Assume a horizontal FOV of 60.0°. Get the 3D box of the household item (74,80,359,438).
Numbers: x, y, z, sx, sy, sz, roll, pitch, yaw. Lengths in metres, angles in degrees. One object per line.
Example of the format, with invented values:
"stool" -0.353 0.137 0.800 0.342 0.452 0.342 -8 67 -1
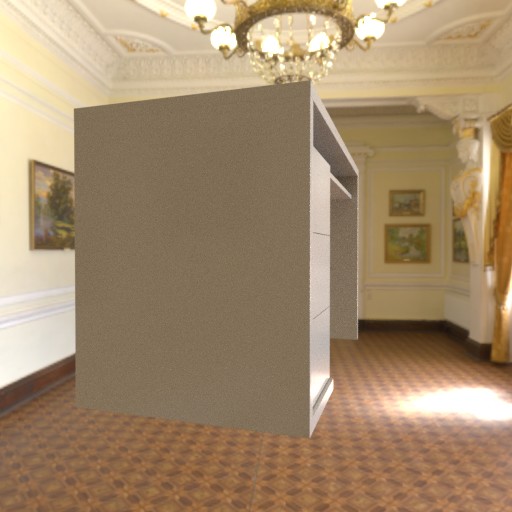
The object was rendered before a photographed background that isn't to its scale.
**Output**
"household item" 0.000 0.000 1.540 0.597 0.749 1.100 0 1 18
